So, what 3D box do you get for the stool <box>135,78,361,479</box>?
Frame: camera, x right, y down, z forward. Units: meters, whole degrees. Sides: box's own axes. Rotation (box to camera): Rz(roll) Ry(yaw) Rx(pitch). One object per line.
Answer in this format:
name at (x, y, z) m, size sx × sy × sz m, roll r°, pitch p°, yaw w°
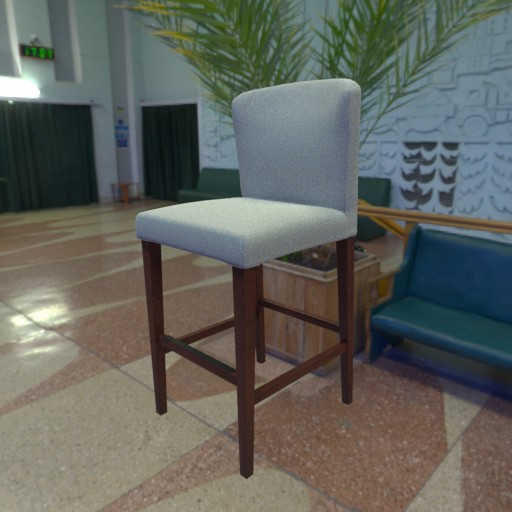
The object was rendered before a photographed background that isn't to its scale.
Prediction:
stool at (0.000, 0.000, 1.380) m, size 0.479 × 1.069 × 0.568 m, roll 14°, pitch 20°, yaw 43°
